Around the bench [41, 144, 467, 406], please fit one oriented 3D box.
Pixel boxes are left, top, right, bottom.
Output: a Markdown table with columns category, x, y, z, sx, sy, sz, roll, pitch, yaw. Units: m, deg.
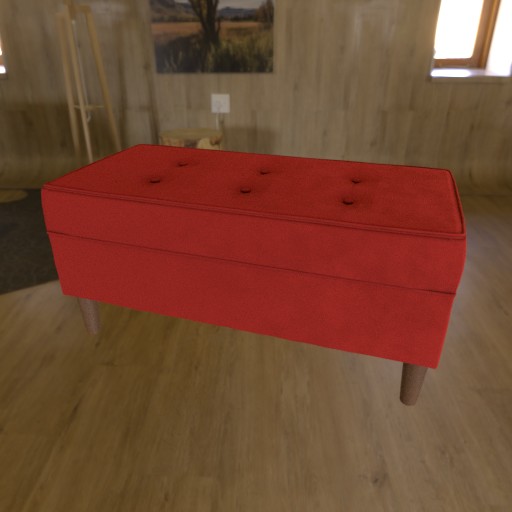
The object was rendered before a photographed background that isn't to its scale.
| category | x | y | z | sx | sy | sz | roll | pitch | yaw |
| --- | --- | --- | --- | --- | --- | --- | --- | --- | --- |
| bench | 0.000 | 0.000 | 1.272 | 1.016 | 0.471 | 0.492 | 9 | 29 | 16 |
